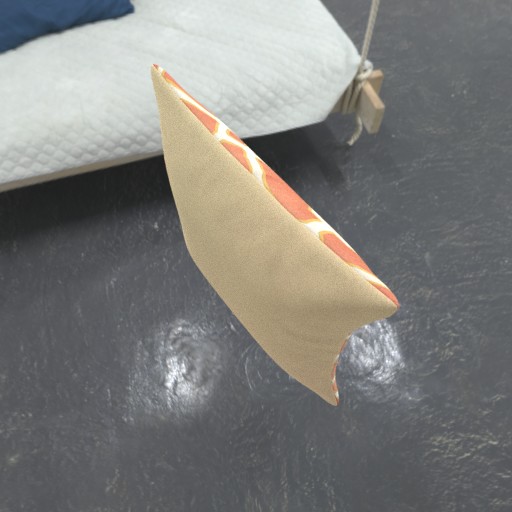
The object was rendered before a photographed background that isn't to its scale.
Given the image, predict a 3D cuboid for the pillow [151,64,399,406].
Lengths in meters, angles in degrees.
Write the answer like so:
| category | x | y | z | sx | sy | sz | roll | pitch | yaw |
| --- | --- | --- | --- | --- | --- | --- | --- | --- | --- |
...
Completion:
| category | x | y | z | sx | sy | sz | roll | pitch | yaw |
| --- | --- | --- | --- | --- | --- | --- | --- | --- | --- |
| pillow | 0.000 | 0.000 | 0.834 | 0.166 | 0.508 | 0.552 | -33 | 64 | -18 |
